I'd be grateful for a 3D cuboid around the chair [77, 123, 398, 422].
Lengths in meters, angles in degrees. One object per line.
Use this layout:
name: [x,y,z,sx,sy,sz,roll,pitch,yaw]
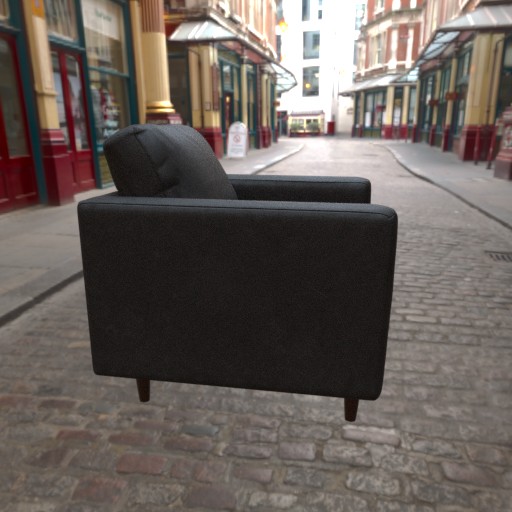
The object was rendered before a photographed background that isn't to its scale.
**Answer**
chair: [0.000,0.000,1.571,0.879,0.898,0.831,2,16,8]
